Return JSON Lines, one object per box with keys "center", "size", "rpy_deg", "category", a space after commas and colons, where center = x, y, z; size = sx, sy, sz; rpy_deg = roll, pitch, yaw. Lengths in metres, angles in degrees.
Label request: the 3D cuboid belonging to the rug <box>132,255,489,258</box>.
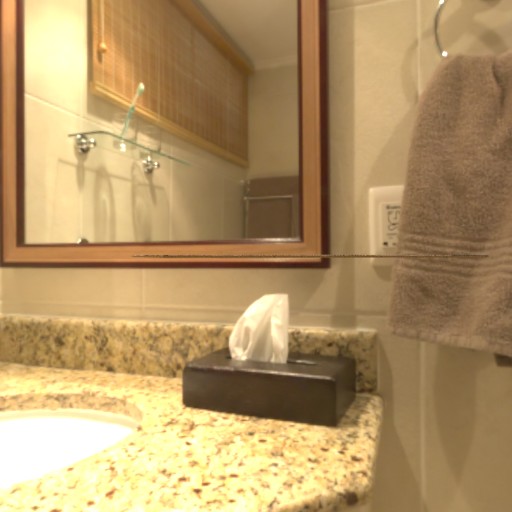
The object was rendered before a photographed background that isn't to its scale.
{"center": [0.000, 0.000, 3.010], "size": [1.521, 0.015, 2.436], "rpy_deg": [0, 0, -18], "category": "rug"}
